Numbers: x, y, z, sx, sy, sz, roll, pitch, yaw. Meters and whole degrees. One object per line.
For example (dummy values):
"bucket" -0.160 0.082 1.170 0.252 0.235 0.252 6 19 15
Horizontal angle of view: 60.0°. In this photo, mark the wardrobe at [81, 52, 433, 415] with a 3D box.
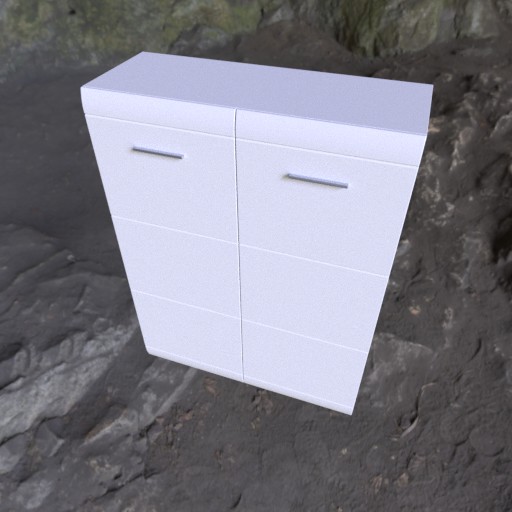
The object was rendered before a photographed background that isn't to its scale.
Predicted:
"wardrobe" 0.000 0.000 1.587 0.900 1.200 0.360 13 43 14
